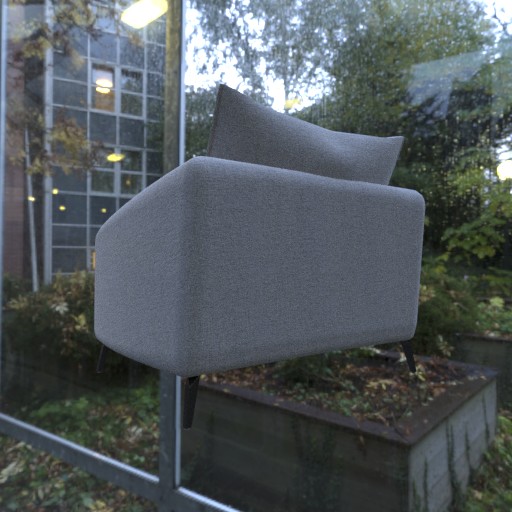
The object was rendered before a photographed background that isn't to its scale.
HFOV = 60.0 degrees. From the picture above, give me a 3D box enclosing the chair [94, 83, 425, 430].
[{"bbox_3d":[0.000,0.000,1.619,1.029,0.856,0.801,1,-1,-36],"label":"chair"}]
